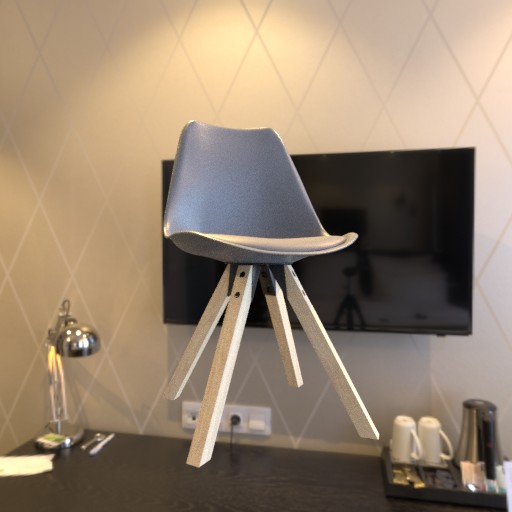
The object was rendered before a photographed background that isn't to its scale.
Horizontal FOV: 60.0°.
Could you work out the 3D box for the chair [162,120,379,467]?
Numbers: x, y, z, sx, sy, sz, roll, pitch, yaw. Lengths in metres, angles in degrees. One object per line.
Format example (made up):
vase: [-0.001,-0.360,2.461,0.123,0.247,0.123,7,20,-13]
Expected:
chair: [0.000,0.000,1.198,0.485,0.850,0.550,0,0,-18]
